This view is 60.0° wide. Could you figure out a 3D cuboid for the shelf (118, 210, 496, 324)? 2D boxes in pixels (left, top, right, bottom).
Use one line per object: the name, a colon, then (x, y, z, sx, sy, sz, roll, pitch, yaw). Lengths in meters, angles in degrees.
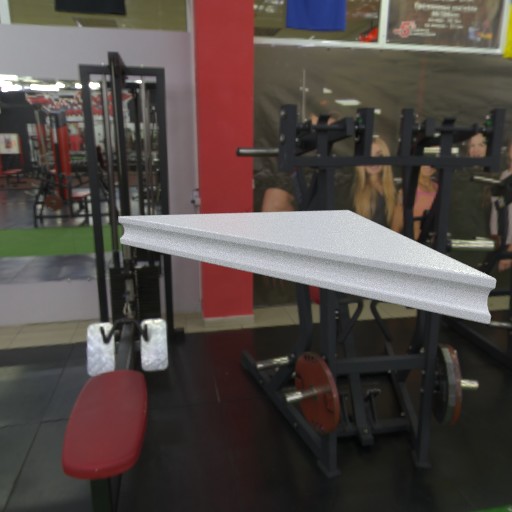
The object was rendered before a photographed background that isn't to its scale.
shelf: (0.000, 0.000, 0.431, 0.296, 0.035, 0.296, -2, 15, -9)
